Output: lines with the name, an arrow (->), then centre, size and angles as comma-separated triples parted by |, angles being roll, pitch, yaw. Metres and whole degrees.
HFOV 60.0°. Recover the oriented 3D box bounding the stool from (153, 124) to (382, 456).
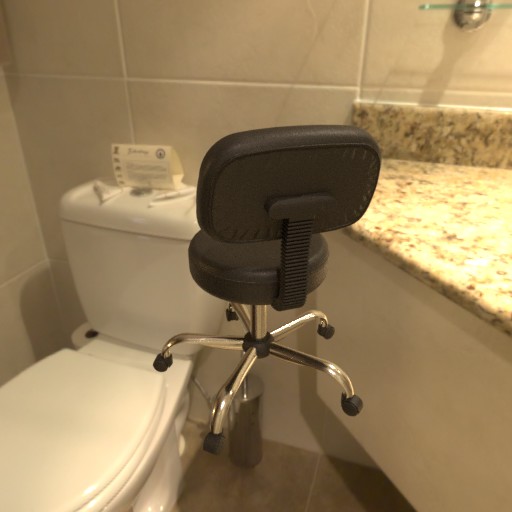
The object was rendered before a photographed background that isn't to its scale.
stool -> 0.000, 0.000, 1.327 | 0.673, 0.862, 0.648 | -9, 28, -16
